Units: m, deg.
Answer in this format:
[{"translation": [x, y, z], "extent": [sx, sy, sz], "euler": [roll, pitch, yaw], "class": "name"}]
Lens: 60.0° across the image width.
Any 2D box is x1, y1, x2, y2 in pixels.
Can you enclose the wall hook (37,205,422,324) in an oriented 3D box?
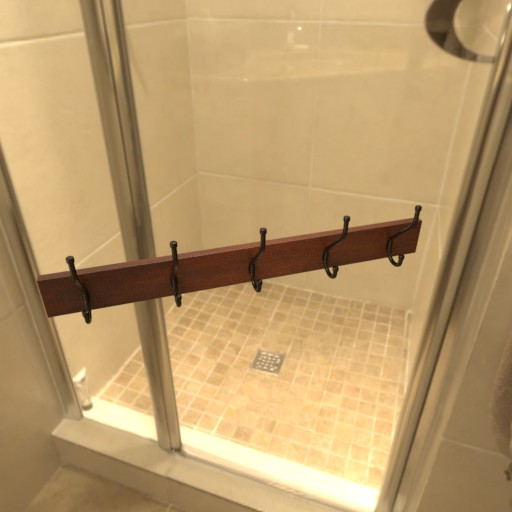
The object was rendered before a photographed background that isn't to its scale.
[{"translation": [0.000, 0.000, 0.621], "extent": [0.571, 0.117, 0.071], "euler": [-9, 33, -15], "class": "wall hook"}]
